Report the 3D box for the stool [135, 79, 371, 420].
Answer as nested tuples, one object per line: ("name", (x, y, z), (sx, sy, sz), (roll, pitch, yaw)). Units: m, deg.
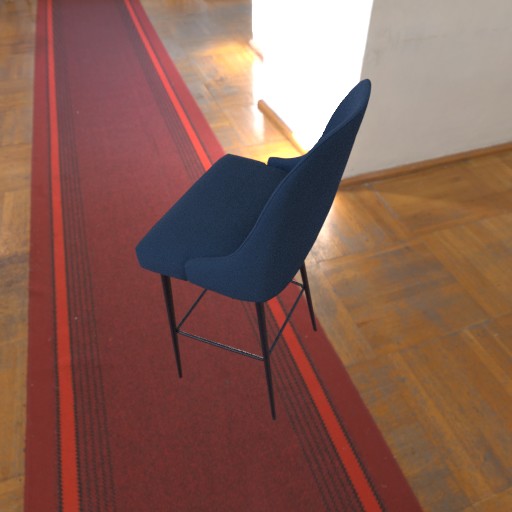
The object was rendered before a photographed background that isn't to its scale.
("stool", (0.000, 0.000, 1.351), (0.489, 1.079, 0.527), (19, 48, 18))
